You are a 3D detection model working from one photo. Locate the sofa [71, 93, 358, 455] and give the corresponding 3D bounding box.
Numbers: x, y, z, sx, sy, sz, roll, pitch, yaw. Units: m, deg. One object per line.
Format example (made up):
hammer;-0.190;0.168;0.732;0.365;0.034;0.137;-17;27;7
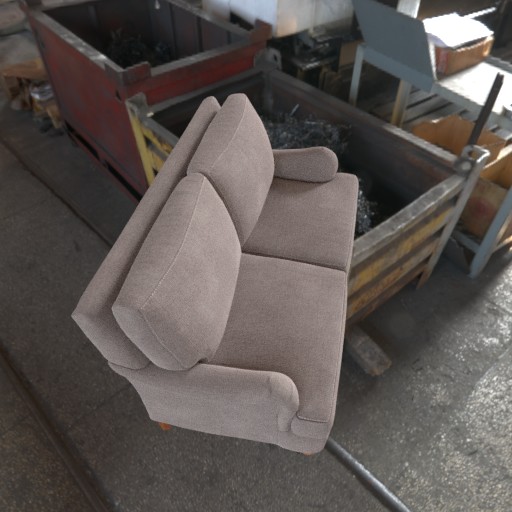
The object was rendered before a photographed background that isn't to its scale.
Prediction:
sofa;0.000;0.000;2.535;1.084;1.101;1.853;9;47;9
